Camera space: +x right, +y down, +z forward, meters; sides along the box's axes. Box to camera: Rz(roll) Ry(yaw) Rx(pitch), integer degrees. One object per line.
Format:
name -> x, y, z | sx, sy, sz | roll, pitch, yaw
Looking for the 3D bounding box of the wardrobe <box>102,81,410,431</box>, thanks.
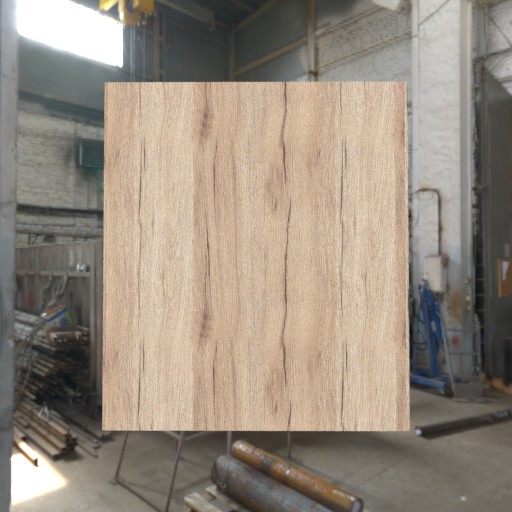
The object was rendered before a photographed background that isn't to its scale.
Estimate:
wardrobe -> 0.000, 0.000, 2.917 | 1.810, 2.070, 0.580 | 0, -1, 0
